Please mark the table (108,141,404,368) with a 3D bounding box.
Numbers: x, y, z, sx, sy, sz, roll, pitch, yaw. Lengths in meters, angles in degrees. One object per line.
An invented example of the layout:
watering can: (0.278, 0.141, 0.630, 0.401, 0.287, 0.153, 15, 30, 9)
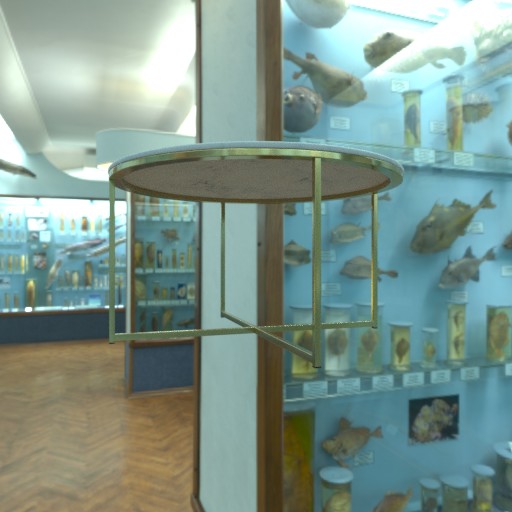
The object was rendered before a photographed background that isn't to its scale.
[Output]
table: (0.000, 0.000, 1.262, 0.800, 0.450, 0.800, 0, 0, 0)
